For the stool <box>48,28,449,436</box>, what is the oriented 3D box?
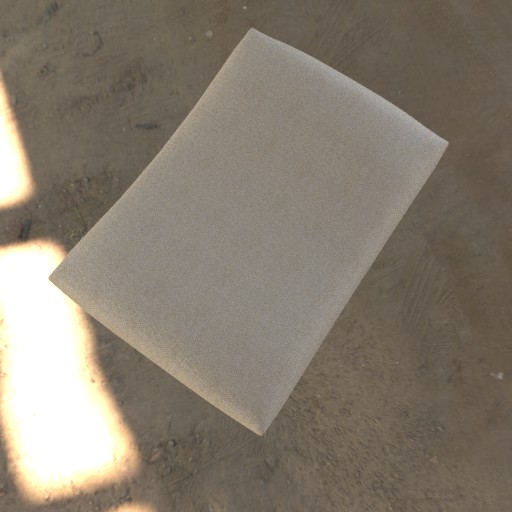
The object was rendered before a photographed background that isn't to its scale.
[{"bbox_3d":[0.000,0.000,0.910,0.375,0.632,0.509,34,78,8],"label":"stool"}]
